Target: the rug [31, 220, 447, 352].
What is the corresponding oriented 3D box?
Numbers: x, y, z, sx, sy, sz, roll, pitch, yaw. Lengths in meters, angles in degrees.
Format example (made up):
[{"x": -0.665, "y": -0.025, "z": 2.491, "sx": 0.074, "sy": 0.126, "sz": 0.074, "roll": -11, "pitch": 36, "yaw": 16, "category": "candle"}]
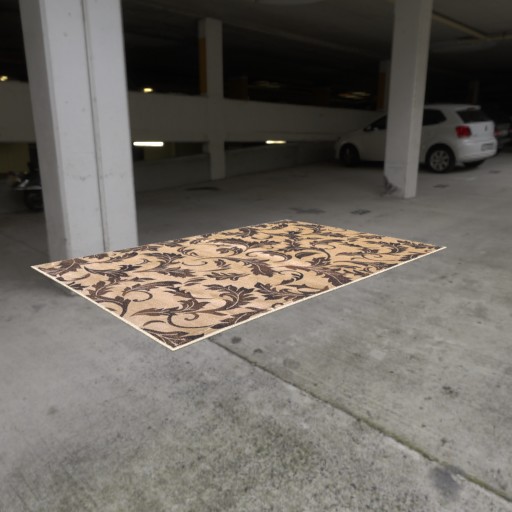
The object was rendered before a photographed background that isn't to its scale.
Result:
[{"x": 0.000, "y": 0.000, "z": 2.887, "sx": 2.284, "sy": 0.008, "sz": 1.522, "roll": -14, "pitch": 20, "yaw": -42, "category": "rug"}]
